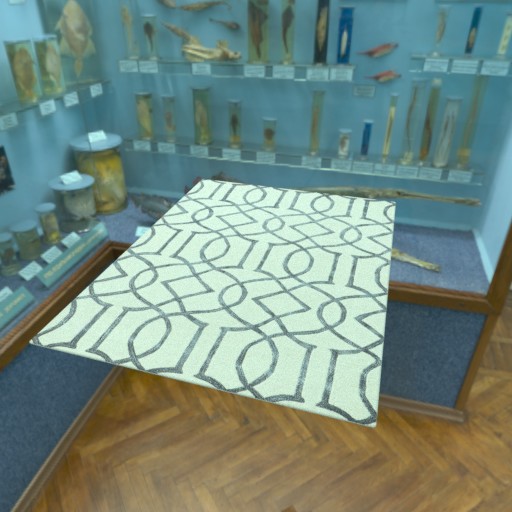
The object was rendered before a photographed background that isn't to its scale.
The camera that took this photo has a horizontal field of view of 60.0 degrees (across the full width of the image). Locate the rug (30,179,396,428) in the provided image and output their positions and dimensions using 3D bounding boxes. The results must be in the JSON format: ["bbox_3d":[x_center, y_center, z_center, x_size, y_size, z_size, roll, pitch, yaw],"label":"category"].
[{"bbox_3d":[0.000,0.000,3.791,2.211,0.021,2.910,9,33,14],"label":"rug"}]
